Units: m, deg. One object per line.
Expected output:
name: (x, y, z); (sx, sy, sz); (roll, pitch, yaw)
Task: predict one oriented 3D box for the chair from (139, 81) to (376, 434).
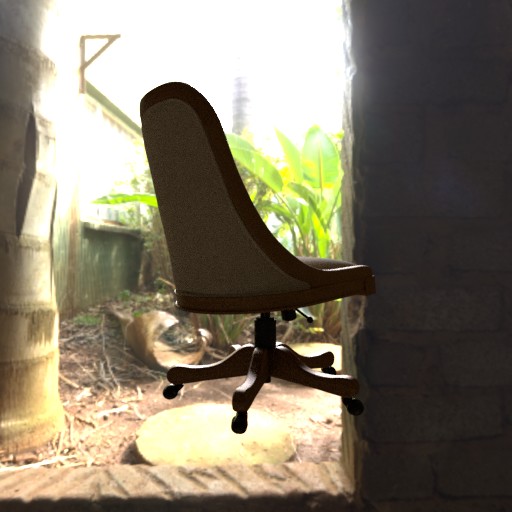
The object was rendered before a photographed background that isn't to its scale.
chair: (0.000, 0.000, 1.574); (0.811, 1.009, 0.702); (-1, 1, -37)
